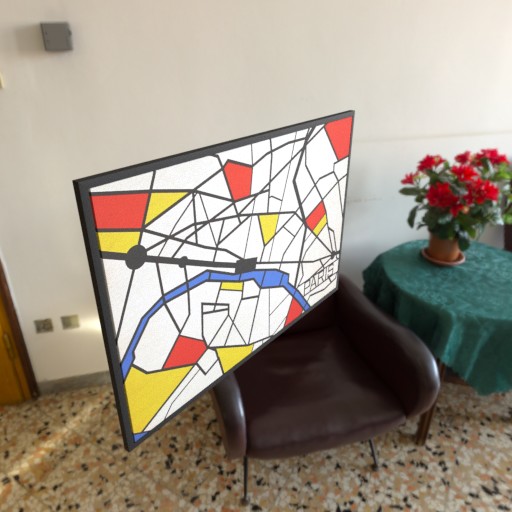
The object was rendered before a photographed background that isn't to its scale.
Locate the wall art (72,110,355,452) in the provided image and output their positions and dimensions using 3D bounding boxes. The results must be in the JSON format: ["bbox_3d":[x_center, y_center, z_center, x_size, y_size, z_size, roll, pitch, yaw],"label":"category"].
[{"bbox_3d":[0.000,0.000,0.852,0.013,0.458,0.664,21,34,35],"label":"wall art"}]
